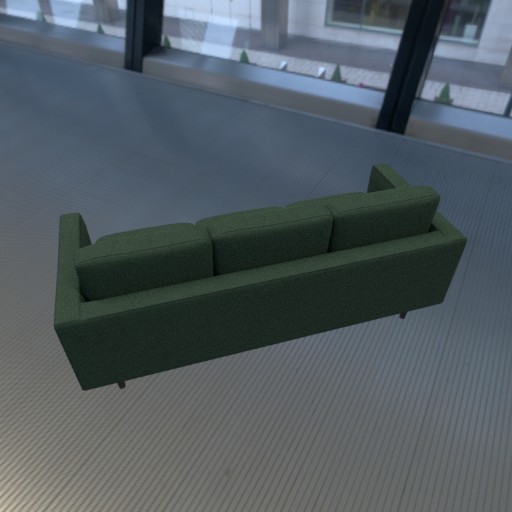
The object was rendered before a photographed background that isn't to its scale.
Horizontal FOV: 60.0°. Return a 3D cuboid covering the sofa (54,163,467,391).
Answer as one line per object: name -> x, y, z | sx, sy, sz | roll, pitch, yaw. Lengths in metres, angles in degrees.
sofa -> 0.000, 0.000, 2.528 | 2.029, 0.899, 0.879 | -11, 42, -13
